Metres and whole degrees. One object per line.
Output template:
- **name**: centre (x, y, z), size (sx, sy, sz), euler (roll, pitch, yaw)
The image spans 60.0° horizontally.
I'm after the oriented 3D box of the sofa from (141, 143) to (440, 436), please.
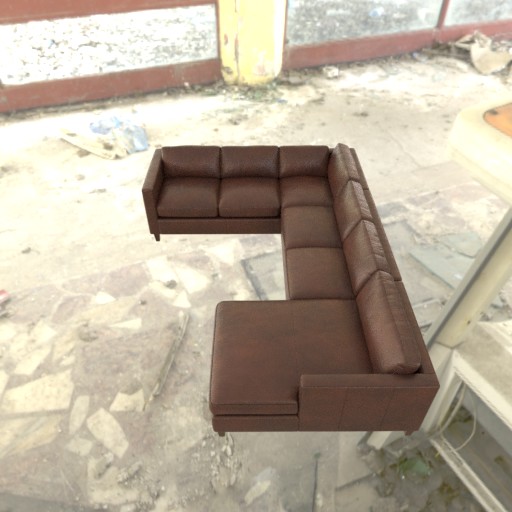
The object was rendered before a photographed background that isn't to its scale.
- **sofa**: centre (0.000, 0.000, 4.377), size (2.452, 0.891, 3.324), euler (0, 41, 0)
